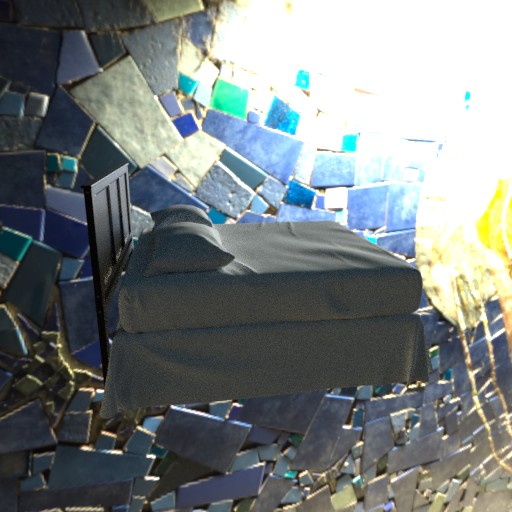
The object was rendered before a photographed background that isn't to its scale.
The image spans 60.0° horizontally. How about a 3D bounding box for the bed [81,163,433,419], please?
[{"bbox_3d":[0.000,0.000,3.298,2.050,1.270,1.870,-3,16,-9],"label":"bed"}]
